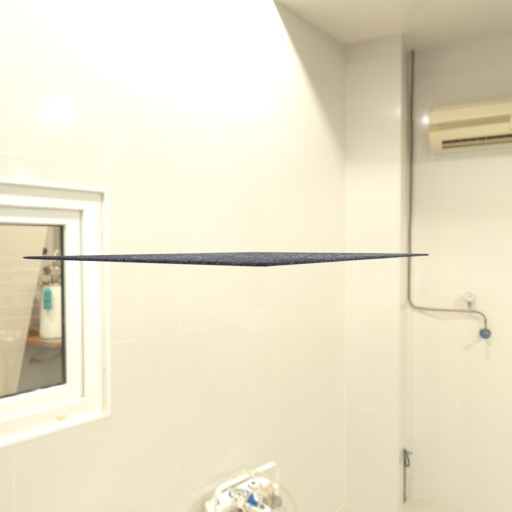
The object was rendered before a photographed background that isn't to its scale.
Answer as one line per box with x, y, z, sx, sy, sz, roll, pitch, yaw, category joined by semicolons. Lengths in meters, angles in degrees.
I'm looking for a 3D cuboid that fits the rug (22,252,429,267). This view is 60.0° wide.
0.000;0.000;4.222;2.385;0.024;3.245;1;2;35;rug
